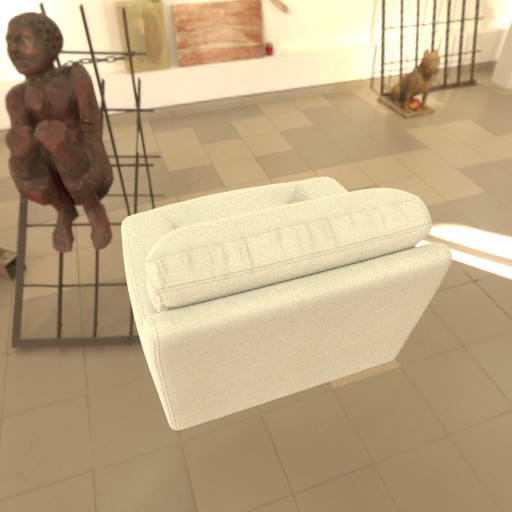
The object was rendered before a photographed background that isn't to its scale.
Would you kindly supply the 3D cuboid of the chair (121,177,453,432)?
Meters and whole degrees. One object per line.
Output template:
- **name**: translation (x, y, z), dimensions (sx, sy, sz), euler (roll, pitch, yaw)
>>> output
- **chair**: translation (0.000, 0.000, 2.000), dimensions (1.140, 0.930, 1.158), euler (-13, 43, -15)
